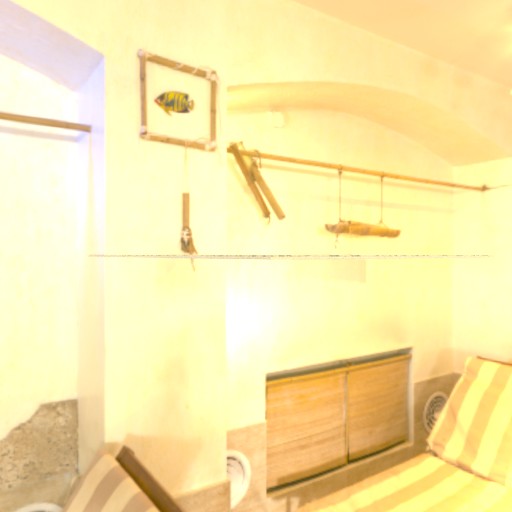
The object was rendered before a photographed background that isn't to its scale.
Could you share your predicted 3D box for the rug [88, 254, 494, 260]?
[{"bbox_3d":[0.000,0.000,3.452,1.819,0.018,2.746,0,0,-36],"label":"rug"}]
